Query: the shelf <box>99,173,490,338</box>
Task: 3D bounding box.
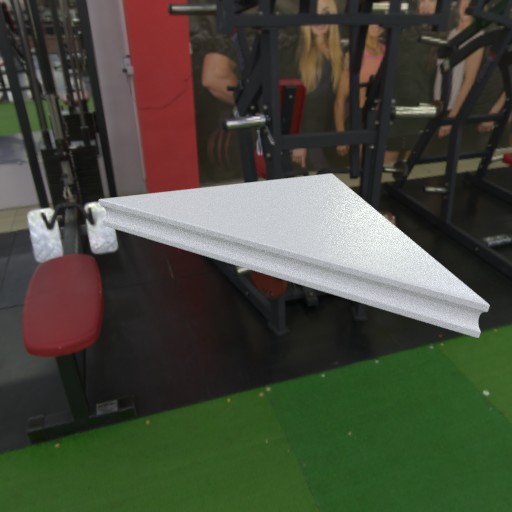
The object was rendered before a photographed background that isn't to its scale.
[{"bbox_3d":[0.000,0.000,0.438,0.296,0.035,0.296,-9,32,-14],"label":"shelf"}]
